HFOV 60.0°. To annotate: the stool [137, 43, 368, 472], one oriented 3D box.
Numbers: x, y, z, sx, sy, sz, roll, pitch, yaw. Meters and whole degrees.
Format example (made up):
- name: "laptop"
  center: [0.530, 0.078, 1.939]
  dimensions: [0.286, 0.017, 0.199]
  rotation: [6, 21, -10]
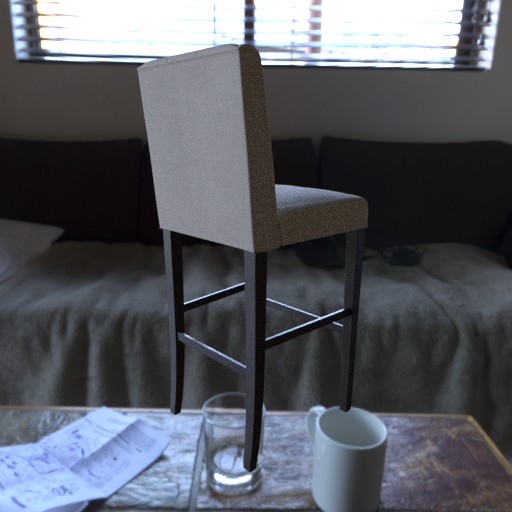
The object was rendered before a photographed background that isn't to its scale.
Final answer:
- name: "stool"
  center: [0.000, 0.000, 1.386]
  dimensions: [0.509, 1.116, 0.474]
  rotation: [-14, 21, -42]
